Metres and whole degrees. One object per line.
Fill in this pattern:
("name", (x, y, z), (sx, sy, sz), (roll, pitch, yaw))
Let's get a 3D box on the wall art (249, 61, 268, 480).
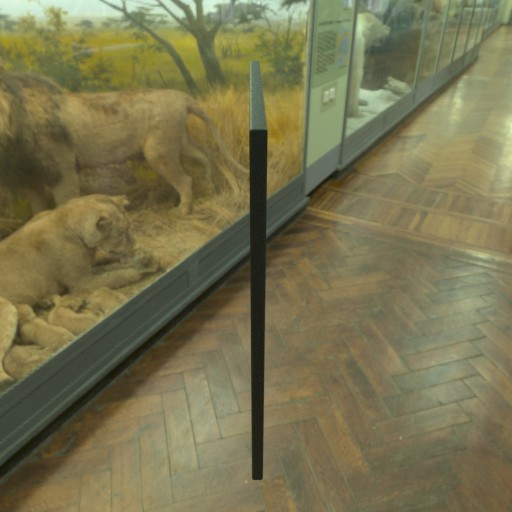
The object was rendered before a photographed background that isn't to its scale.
("wall art", (0.000, 0.000, 0.793), (0.018, 0.582, 0.481), (0, 31, 0))
